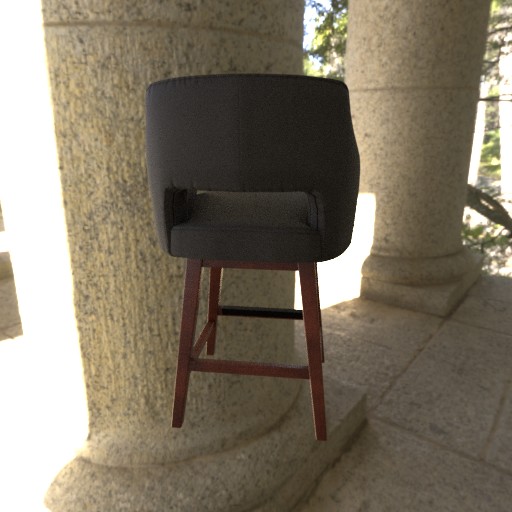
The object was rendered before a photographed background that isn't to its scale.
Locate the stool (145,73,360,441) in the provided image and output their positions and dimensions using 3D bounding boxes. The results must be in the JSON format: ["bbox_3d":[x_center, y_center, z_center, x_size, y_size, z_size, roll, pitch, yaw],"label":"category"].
[{"bbox_3d":[0.000,0.000,1.259,0.548,0.912,0.558,2,17,7],"label":"stool"}]
